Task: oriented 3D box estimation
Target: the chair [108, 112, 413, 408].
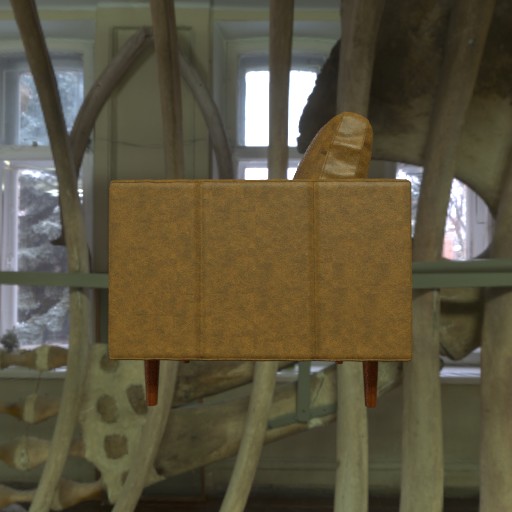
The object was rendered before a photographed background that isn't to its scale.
[{"bbox_3d":[0.000,0.000,1.710,0.909,0.956,0.890,0,-1,1],"label":"chair"}]
